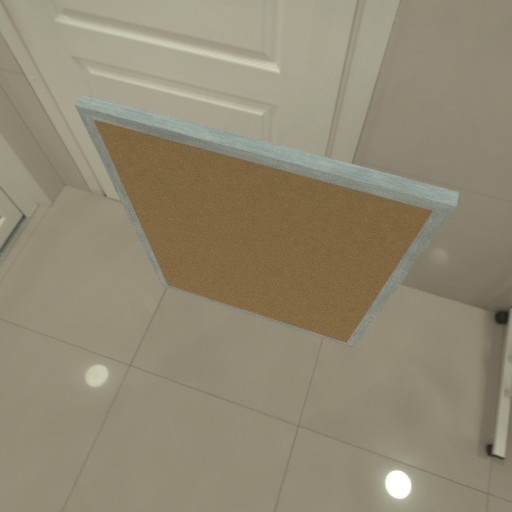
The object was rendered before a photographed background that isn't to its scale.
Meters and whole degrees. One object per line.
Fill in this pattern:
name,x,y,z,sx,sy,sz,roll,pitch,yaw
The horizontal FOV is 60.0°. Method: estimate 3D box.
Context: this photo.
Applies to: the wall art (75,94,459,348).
wall art,0.000,0.000,0.792,0.479,0.582,0.022,17,64,8
